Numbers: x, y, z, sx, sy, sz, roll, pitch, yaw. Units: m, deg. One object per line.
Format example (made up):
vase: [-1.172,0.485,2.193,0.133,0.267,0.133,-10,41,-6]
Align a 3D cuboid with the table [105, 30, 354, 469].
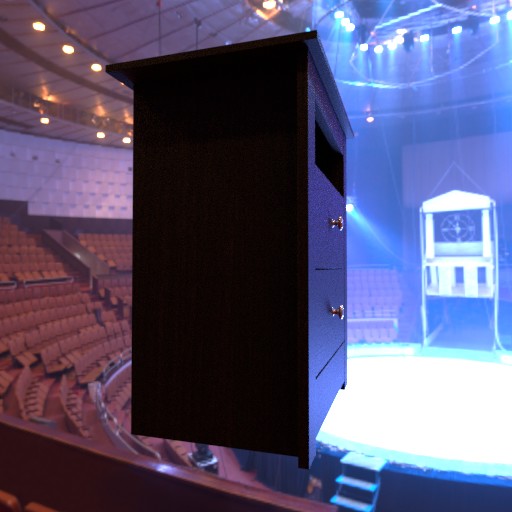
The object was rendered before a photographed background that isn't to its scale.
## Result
table: [0.000,0.000,1.047,0.406,0.711,0.591,0,-2,18]
